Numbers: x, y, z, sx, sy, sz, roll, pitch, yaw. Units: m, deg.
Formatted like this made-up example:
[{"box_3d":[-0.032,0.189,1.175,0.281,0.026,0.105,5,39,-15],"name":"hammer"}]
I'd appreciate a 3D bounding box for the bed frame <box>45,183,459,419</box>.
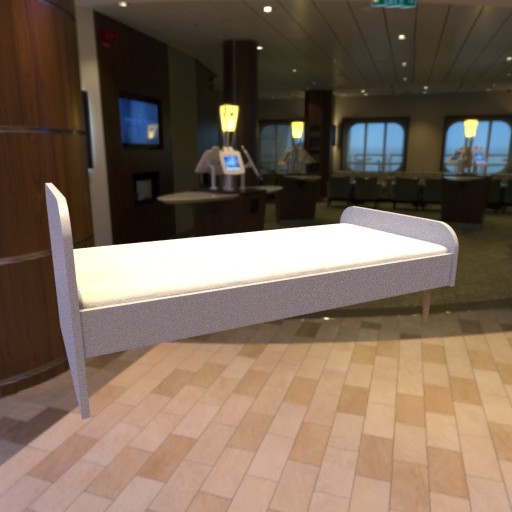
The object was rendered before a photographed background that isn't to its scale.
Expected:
[{"box_3d":[0.000,0.000,2.407,1.963,0.805,0.998,-7,15,-27],"name":"bed frame"}]
